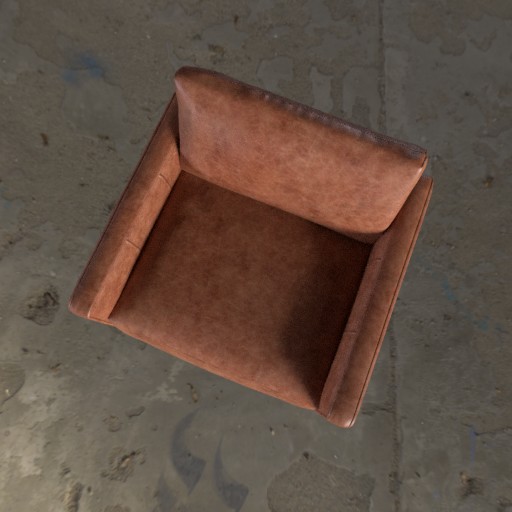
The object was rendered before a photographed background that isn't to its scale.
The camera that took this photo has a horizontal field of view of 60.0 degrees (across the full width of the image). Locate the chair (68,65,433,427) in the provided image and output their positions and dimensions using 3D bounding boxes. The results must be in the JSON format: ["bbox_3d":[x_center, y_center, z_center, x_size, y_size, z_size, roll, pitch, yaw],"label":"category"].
[{"bbox_3d":[0.000,0.000,1.588,0.967,0.869,0.862,22,77,5],"label":"chair"}]
